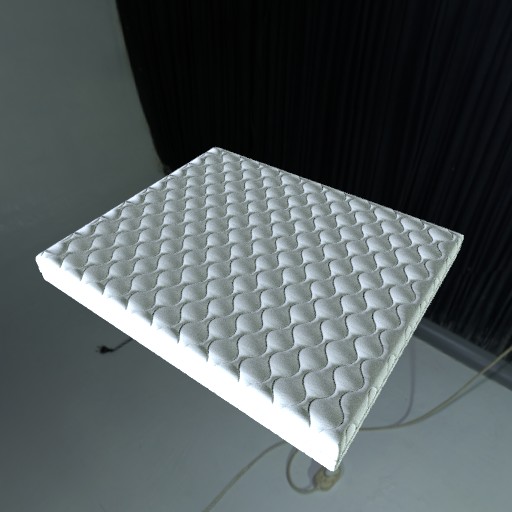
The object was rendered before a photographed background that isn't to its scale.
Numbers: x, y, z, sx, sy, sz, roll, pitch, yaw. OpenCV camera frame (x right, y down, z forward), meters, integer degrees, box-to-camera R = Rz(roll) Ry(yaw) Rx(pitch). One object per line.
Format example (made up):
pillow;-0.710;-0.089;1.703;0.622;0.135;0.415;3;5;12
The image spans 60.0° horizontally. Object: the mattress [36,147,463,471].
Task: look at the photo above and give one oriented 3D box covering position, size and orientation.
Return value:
mattress;0.000;0.000;2.590;1.900;0.200;1.600;25;47;26
